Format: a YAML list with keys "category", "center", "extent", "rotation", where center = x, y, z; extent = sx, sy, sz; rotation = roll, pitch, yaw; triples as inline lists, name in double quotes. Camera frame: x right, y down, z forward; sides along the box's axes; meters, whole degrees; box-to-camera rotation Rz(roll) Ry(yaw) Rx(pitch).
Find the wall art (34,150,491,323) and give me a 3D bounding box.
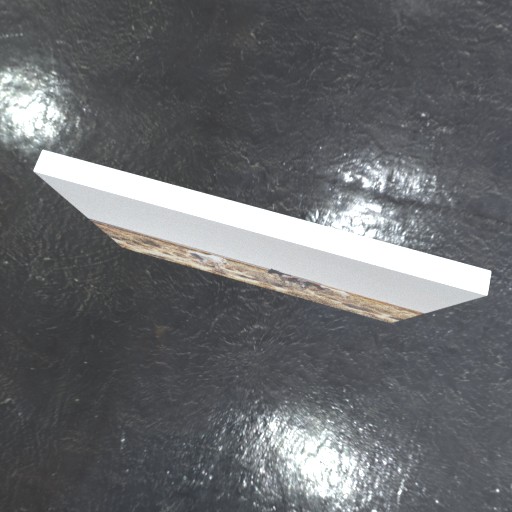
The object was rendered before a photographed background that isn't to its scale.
- category: "wall art"
  center: [0.000, 0.000, 1.160]
  extent: [0.914, 0.610, 0.050]
  rotation: [16, 77, 4]
